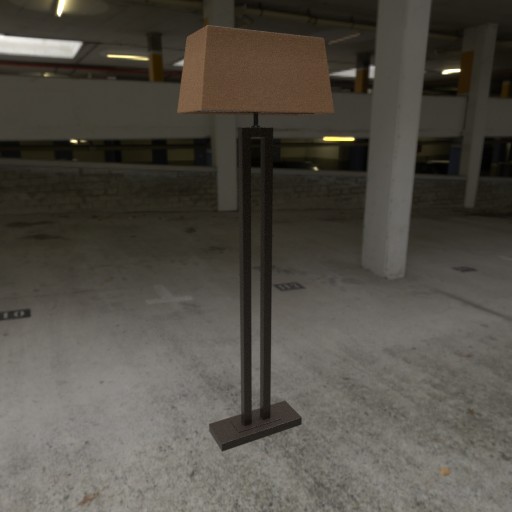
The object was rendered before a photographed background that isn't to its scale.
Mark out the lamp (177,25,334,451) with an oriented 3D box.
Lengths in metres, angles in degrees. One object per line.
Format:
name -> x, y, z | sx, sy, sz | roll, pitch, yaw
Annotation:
lamp -> 0.000, 0.000, 1.623 | 0.475, 1.469, 0.233 | -8, 18, -26
